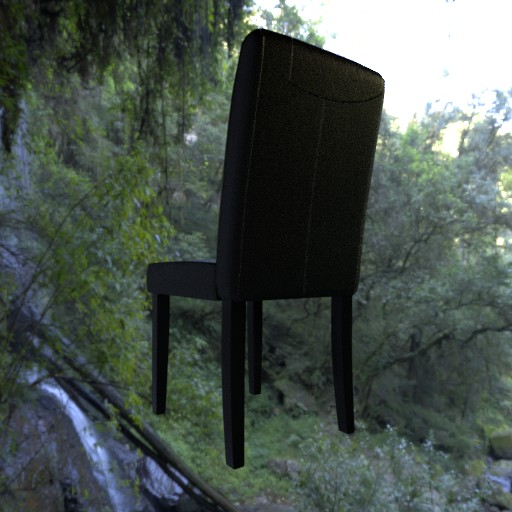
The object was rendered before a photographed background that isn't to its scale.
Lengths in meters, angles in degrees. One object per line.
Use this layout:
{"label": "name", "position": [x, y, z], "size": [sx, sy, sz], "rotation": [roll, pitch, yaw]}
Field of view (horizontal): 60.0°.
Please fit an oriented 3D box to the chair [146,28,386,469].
{"label": "chair", "position": [0.000, 0.000, 1.177], "size": [0.399, 0.897, 0.556], "rotation": [1, -2, -35]}
